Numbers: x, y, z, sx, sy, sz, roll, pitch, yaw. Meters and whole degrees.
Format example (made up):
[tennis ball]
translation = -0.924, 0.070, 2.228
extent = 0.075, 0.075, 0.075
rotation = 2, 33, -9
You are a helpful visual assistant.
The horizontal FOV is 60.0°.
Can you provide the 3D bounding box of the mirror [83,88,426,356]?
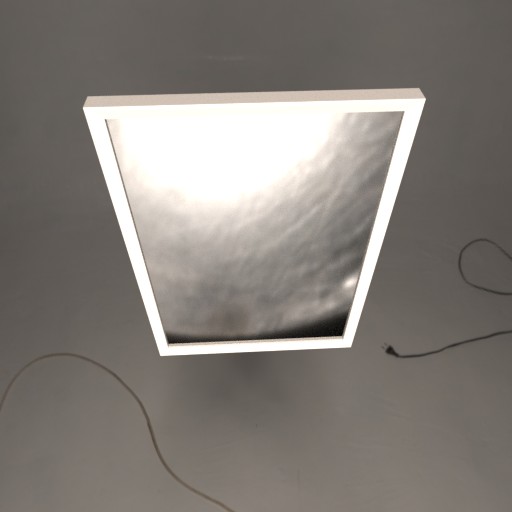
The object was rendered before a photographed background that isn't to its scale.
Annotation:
[mirror]
translation = 0.000, 0.000, 0.929
extent = 0.507, 0.710, 0.039
rotation = -2, 48, -2
